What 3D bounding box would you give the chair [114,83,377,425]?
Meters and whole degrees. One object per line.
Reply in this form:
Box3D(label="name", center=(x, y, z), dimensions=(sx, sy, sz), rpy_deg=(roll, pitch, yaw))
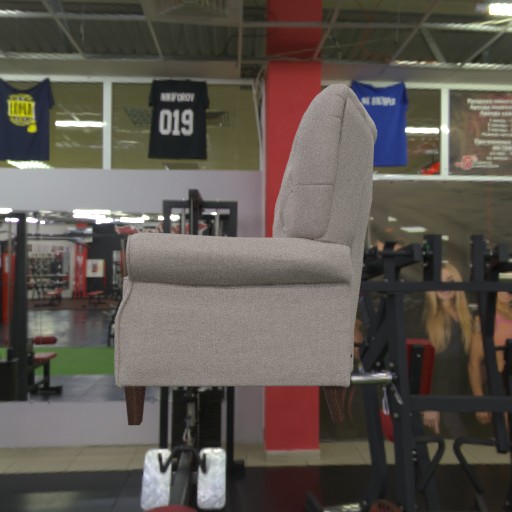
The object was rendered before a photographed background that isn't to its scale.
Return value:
Box3D(label="chair", center=(0.000, 0.000, 1.929), dimensions=(1.025, 1.209, 0.942), rpy_deg=(0, -1, 0))
